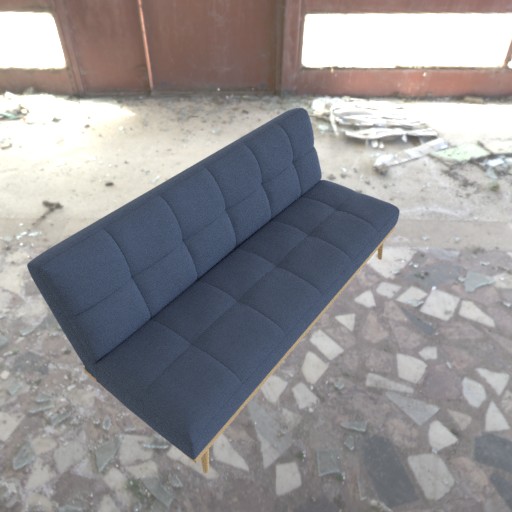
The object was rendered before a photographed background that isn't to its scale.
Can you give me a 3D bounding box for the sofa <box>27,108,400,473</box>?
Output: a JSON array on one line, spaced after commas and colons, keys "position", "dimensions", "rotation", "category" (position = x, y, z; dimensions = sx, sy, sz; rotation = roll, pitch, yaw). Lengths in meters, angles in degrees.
[{"position": [0.000, 0.000, 2.206], "dimensions": [0.796, 0.800, 1.800], "rotation": [26, 47, 27], "category": "sofa"}]
